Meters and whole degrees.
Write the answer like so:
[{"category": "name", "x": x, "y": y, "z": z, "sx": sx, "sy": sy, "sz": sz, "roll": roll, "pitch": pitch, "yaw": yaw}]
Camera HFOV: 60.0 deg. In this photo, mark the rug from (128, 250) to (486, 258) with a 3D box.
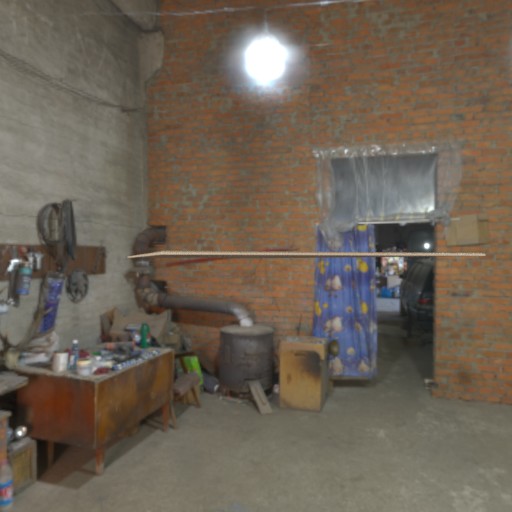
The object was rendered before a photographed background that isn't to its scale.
[{"category": "rug", "x": 0.000, "y": 0.000, "z": 2.354, "sx": 1.219, "sy": 0.012, "sz": 1.839, "roll": 0, "pitch": -1, "yaw": -19}]
